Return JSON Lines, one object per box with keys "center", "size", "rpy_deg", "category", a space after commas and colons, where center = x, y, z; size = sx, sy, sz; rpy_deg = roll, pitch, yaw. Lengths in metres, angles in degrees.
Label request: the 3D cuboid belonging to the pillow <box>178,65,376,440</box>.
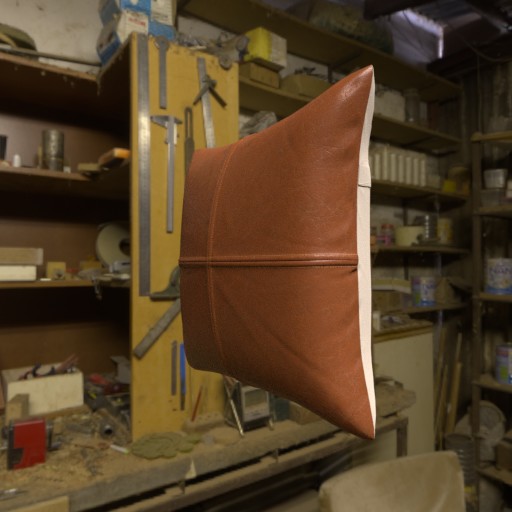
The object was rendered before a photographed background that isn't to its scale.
{"center": [0.000, 0.000, 0.756], "size": [0.192, 0.477, 0.501], "rpy_deg": [1, -2, -35], "category": "pillow"}
